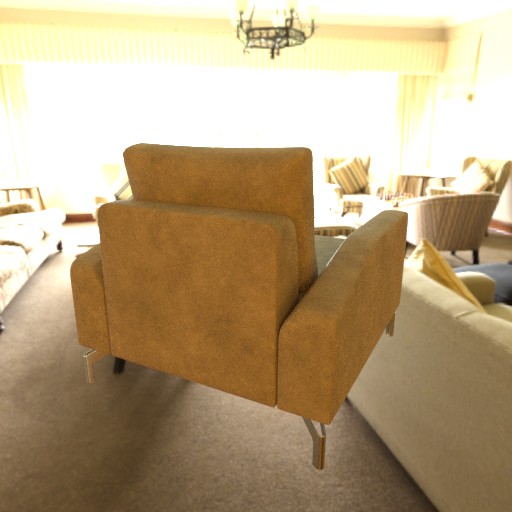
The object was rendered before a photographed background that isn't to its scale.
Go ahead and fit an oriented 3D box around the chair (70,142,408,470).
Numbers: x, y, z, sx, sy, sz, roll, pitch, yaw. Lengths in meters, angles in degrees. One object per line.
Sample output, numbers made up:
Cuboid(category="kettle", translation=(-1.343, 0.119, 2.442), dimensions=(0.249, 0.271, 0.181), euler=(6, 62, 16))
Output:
Cuboid(category="chair", translation=(0.000, 0.000, 1.596), dimensions=(0.900, 0.800, 0.900), euler=(9, 19, 27))
